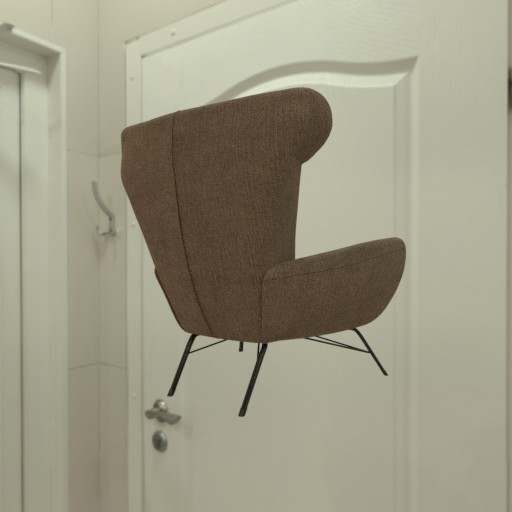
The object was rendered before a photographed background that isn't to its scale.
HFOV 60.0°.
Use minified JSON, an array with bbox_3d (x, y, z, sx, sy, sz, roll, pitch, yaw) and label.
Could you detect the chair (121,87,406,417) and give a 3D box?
[{"bbox_3d":[0.000,0.000,1.790,0.980,1.040,0.900,0,1,35],"label":"chair"}]
